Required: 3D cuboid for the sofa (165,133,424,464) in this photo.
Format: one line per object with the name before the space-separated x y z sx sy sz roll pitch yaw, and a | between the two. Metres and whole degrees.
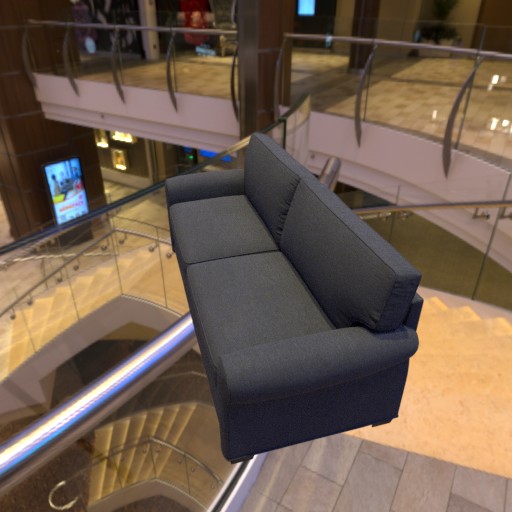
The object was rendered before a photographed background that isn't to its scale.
sofa | 0.000 0.000 2.905 0.954 1.026 2.391 -8 32 -14
